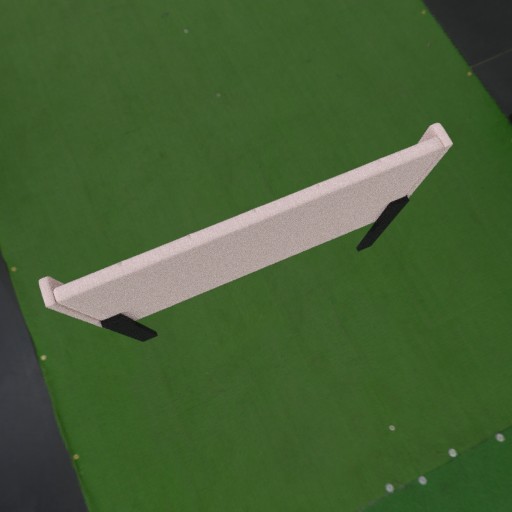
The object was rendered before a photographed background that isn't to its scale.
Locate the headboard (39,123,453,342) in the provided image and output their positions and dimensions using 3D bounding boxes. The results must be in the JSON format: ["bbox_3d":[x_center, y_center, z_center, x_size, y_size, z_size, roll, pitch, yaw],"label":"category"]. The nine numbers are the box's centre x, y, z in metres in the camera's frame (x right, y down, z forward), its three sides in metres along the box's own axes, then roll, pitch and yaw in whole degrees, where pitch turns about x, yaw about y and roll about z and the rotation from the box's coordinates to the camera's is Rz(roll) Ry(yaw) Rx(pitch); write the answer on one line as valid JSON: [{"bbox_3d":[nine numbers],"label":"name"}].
[{"bbox_3d":[0.000,0.000,2.796,2.051,1.524,0.184,-22,75,-6],"label":"headboard"}]
